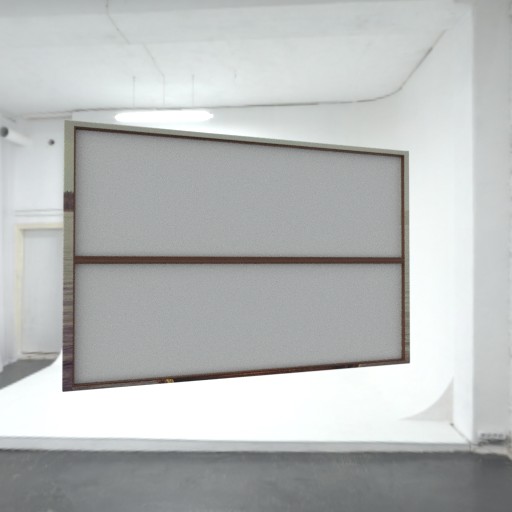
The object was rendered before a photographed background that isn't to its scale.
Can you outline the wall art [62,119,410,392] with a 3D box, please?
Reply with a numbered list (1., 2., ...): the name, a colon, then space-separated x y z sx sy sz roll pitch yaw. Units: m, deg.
1. wall art: 0.000 0.000 1.436 1.149 0.765 0.040 0 -1 -18
